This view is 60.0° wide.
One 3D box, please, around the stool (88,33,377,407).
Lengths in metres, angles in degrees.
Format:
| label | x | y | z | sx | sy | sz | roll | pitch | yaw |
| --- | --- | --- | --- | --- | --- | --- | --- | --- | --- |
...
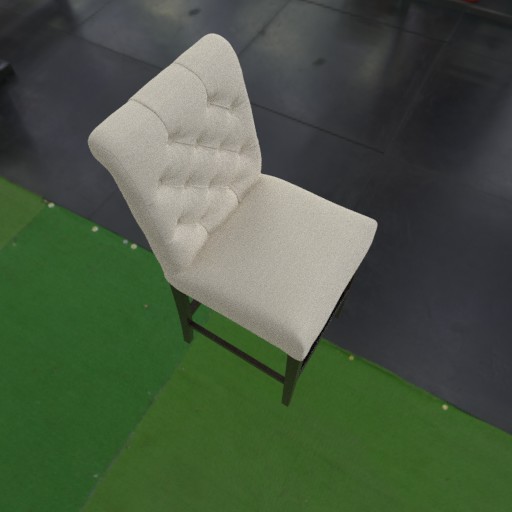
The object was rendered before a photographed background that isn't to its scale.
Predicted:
| label | x | y | z | sx | sy | sz | roll | pitch | yaw |
| --- | --- | --- | --- | --- | --- | --- | --- | --- | --- |
| stool | 0.000 | 0.000 | 1.433 | 0.610 | 1.118 | 0.482 | 28 | 63 | 16 |
